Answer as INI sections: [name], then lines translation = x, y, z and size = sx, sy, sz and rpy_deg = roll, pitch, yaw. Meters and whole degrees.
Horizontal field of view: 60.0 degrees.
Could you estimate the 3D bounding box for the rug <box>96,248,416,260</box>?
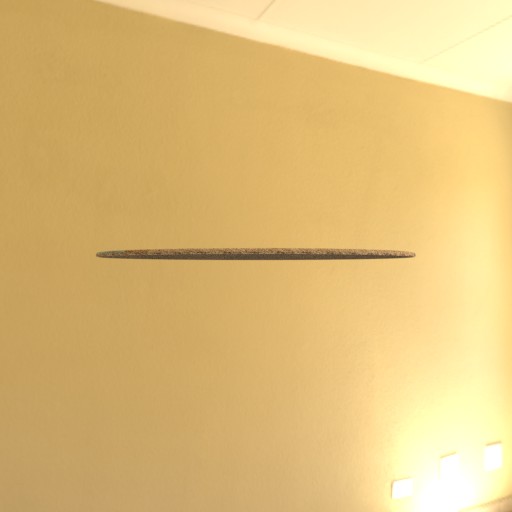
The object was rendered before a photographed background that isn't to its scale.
[rug]
translation = 0.000, 0.000, 3.614
size = 2.461, 0.033, 2.461
rpy_deg = 0, -1, 0
